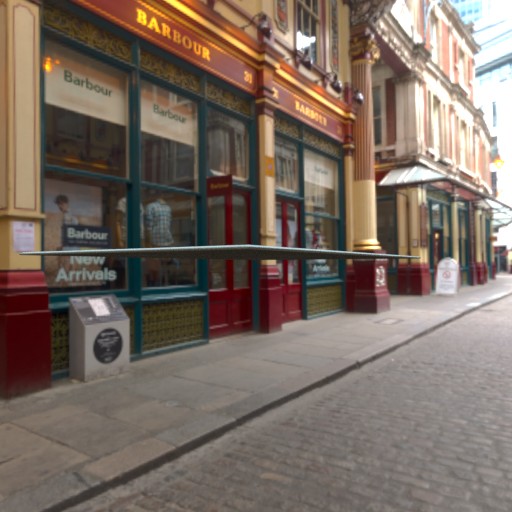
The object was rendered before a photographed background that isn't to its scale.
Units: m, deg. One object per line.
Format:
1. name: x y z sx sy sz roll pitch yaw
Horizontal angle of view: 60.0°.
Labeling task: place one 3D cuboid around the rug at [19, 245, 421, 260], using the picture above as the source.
1. rug: 0.000 0.000 2.328 1.219 0.012 1.840 -1 -2 34
